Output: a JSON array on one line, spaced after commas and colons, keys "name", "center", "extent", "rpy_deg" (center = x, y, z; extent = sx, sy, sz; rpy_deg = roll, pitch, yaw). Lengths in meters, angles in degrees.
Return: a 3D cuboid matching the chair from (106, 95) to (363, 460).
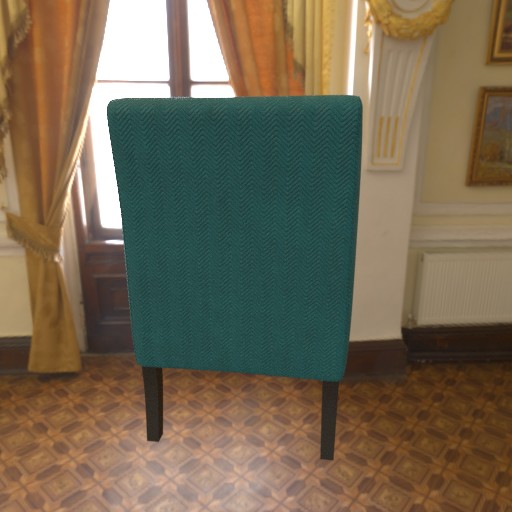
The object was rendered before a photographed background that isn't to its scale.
[{"name": "chair", "center": [0.000, 0.000, 1.431], "extent": [0.579, 0.927, 0.808], "rpy_deg": [2, 16, 8]}]
